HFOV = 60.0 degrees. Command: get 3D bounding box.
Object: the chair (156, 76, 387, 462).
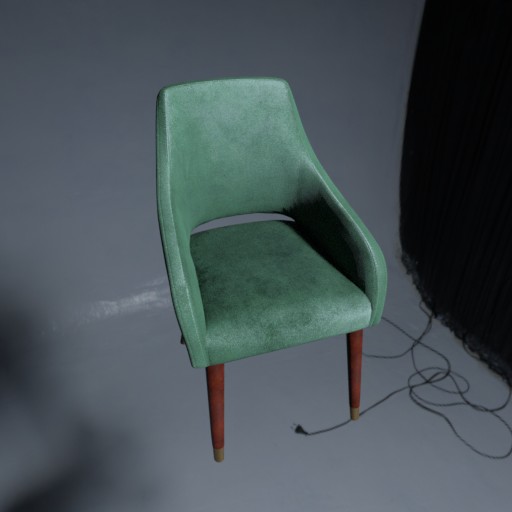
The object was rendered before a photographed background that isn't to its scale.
[{"bbox_3d":[0.000,0.000,1.605,0.683,1.081,0.794,-10,34,-16],"label":"chair"}]
